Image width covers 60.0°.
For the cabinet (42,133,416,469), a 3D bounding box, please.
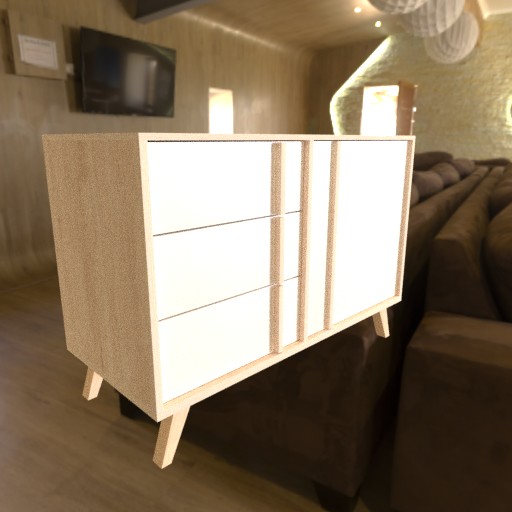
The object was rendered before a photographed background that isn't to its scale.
[{"bbox_3d":[0.000,0.000,1.484,1.110,0.780,0.500,-14,20,-43],"label":"cabinet"}]
